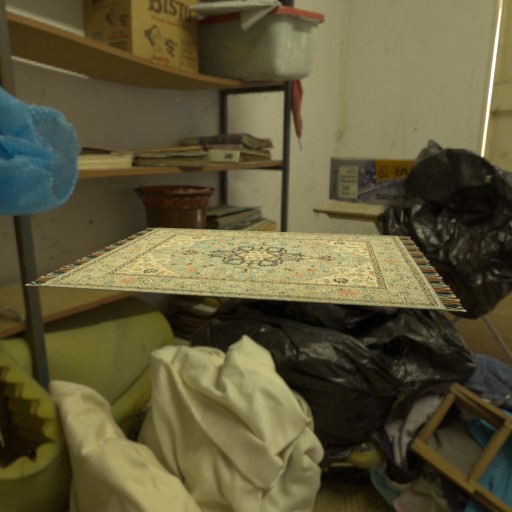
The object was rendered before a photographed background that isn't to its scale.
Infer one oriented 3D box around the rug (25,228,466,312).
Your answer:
[{"bbox_3d":[0.000,0.000,3.522,2.651,0.010,1.971,2,15,10],"label":"rug"}]
